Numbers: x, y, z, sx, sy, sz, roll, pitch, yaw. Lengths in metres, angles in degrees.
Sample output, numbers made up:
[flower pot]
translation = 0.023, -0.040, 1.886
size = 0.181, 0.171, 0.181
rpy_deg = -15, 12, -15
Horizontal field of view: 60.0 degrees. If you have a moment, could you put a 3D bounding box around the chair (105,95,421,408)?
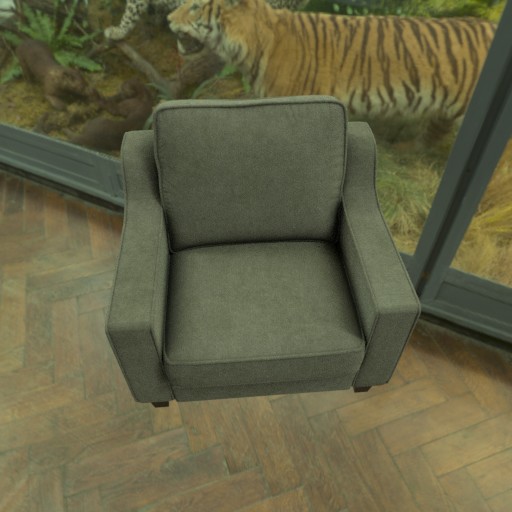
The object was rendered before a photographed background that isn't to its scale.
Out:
[chair]
translation = 0.000, 0.000, 1.624
size = 0.926, 0.944, 0.840
rpy_deg = -3, 46, -3
